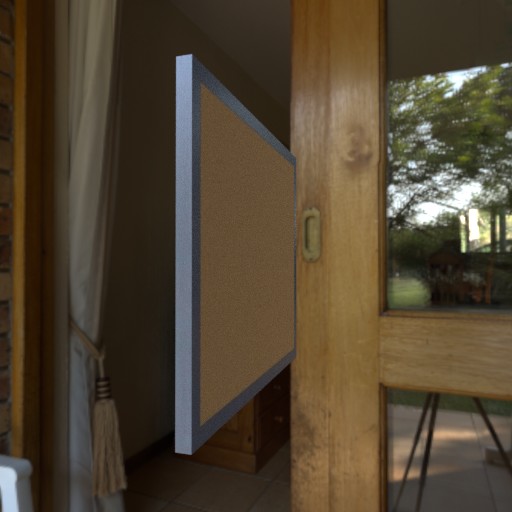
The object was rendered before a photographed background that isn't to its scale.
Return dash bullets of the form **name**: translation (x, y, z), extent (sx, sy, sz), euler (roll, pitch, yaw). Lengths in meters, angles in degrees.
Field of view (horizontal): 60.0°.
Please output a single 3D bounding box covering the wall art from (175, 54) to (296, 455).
- **wall art**: translation (0.000, 0.000, 0.934), extent (0.026, 0.558, 0.660), euler (0, -1, 18)
